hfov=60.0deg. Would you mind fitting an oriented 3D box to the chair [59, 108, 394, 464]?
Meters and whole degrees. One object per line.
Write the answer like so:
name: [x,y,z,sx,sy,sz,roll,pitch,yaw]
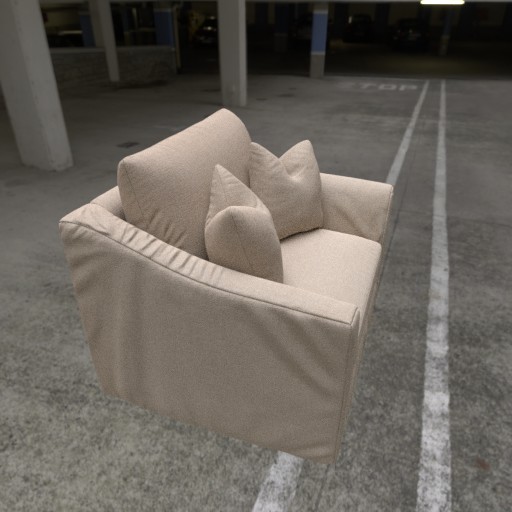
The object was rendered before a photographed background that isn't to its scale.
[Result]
chair: [0.000,0.000,2.020,1.071,1.093,1.194,11,32,18]
